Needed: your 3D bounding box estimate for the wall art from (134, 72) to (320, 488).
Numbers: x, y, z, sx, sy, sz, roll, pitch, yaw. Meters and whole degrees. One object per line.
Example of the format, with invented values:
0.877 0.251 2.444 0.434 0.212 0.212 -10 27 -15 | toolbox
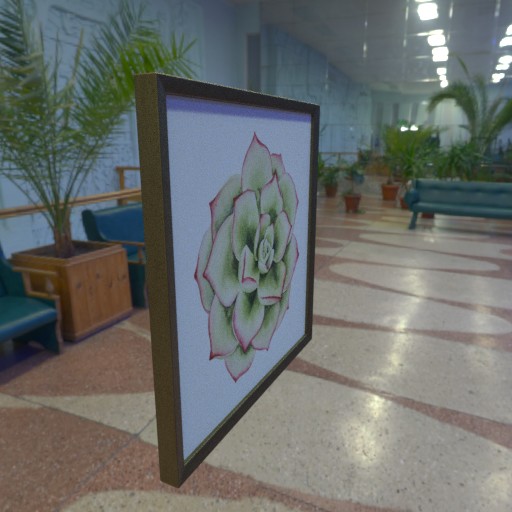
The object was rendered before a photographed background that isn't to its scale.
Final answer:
0.000 0.000 0.736 0.031 0.506 0.503 7 17 26 | wall art
